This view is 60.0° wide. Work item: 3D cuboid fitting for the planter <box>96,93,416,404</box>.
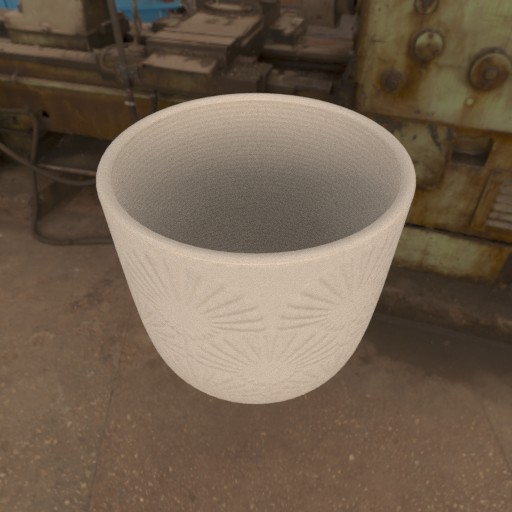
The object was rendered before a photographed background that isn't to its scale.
[{"bbox_3d":[0.000,0.000,0.213,0.124,0.109,0.124,0,43,0],"label":"planter"}]
